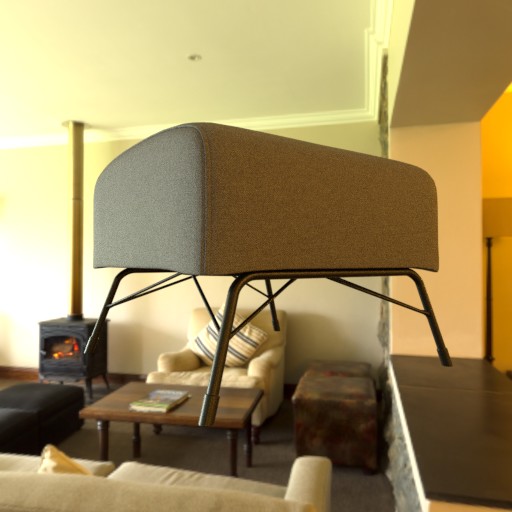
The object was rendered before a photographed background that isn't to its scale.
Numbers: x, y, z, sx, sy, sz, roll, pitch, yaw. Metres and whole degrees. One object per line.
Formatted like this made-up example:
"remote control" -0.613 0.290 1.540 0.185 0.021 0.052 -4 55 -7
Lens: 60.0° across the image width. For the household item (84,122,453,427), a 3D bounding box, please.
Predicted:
"household item" 0.000 0.000 0.888 0.530 0.410 0.530 1 -1 -36
